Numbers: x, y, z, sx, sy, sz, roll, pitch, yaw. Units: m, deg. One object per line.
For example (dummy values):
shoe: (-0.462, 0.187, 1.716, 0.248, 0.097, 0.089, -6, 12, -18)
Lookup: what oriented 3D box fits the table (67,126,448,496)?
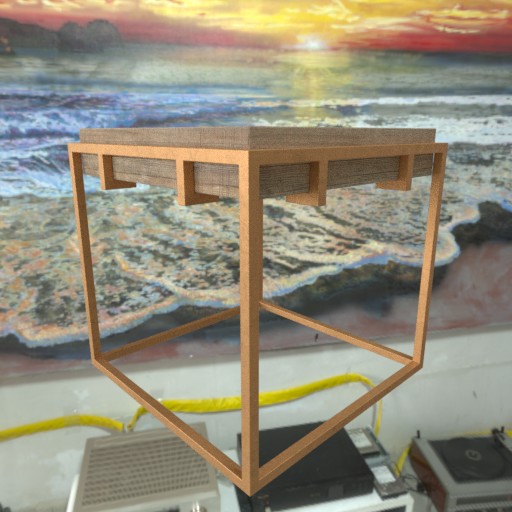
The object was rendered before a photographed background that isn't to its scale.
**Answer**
table: (0.000, 0.000, 1.056, 0.599, 0.584, 0.599, -14, 21, -42)
